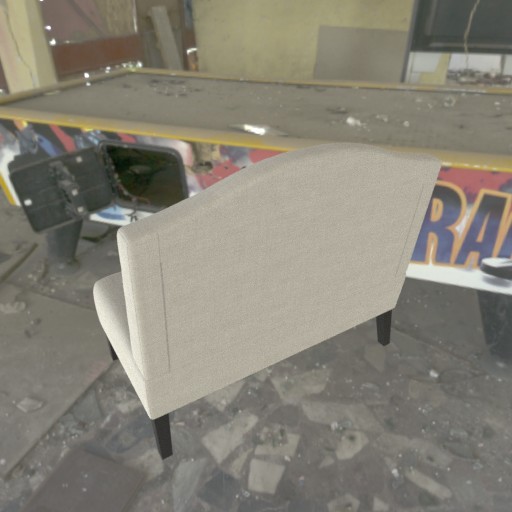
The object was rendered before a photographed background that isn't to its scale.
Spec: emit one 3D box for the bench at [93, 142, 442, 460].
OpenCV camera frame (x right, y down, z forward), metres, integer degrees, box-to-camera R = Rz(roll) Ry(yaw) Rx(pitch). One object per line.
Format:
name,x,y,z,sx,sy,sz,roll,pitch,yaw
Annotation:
bench,0.000,0.000,2.014,1.335,1.180,0.815,-18,35,-27
